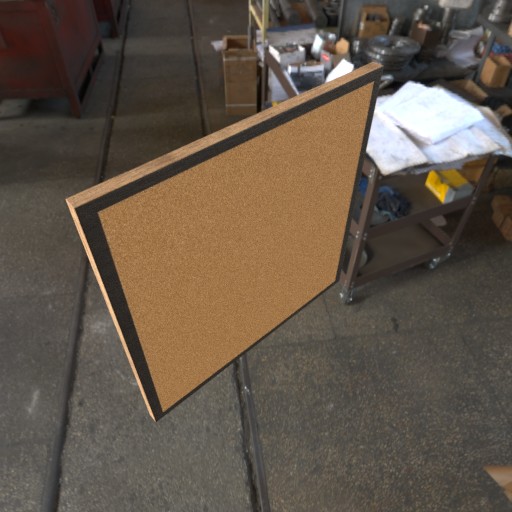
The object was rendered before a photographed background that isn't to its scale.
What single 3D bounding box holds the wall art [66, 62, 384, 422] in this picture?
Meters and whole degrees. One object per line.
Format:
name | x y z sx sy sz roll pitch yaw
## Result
wall art | 0.000 0.000 1.024 0.695 0.691 0.029 -33 54 -28
